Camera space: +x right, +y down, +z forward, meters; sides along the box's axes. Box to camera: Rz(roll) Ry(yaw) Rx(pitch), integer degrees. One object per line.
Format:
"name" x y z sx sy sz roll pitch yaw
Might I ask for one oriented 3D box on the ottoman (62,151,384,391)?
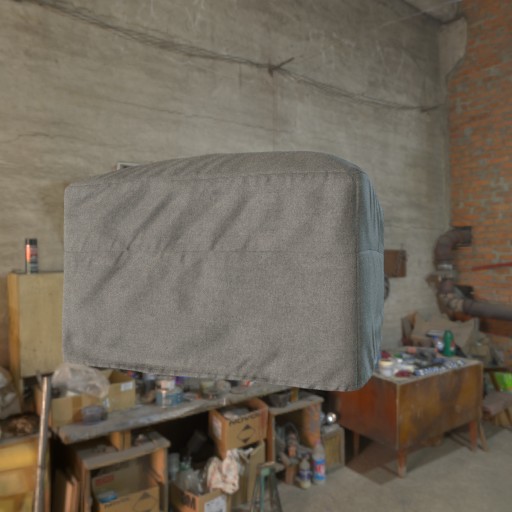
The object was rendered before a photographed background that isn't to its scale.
"ottoman" 0.000 0.000 1.240 0.683 0.481 0.837 0 -1 18
